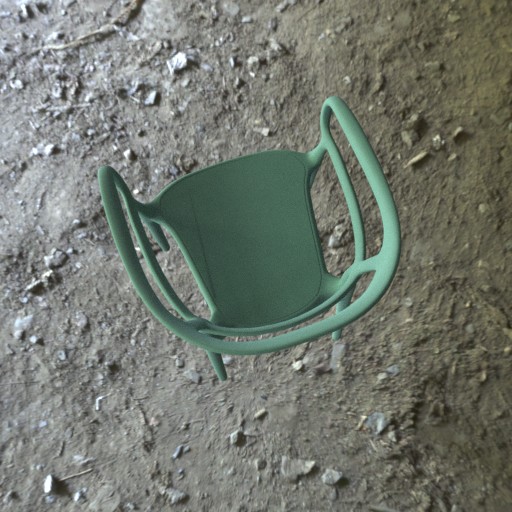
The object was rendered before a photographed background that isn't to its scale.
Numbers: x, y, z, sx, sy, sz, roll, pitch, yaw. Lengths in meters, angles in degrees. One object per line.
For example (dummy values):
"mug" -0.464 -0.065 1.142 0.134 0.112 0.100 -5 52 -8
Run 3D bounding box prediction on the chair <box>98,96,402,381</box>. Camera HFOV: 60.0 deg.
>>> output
"chair" 0.000 0.000 1.128 0.559 0.761 0.527 -18 75 -5
